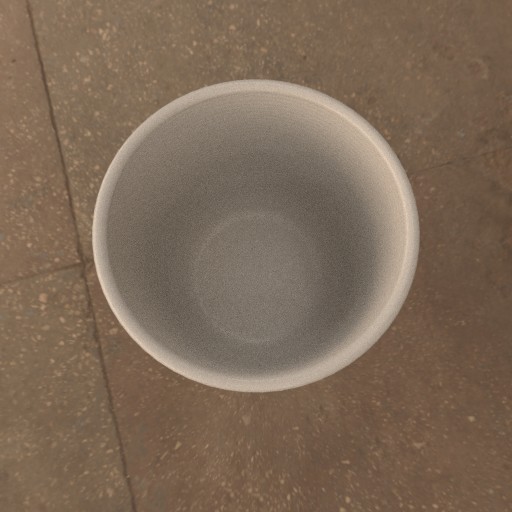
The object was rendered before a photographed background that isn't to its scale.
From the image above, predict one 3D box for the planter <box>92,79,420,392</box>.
[{"bbox_3d":[0.000,0.000,0.220,0.124,0.109,0.124,0,76,0],"label":"planter"}]
